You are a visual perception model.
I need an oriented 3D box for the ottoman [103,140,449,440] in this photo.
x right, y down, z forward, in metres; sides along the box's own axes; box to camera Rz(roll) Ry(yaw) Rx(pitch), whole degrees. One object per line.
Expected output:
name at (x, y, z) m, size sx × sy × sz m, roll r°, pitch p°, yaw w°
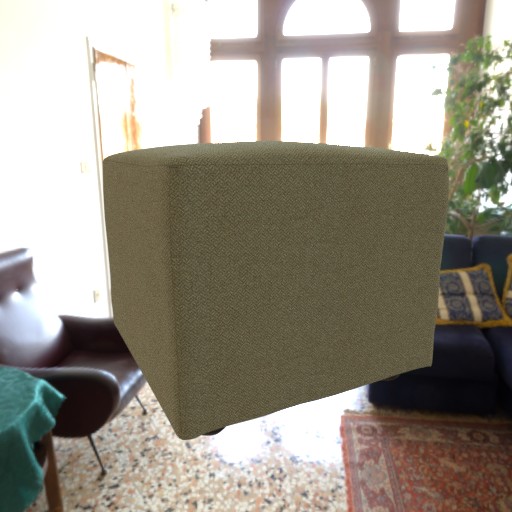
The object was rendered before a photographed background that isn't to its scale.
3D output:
ottoman at (0.000, 0.000, 0.909) m, size 0.512 × 0.453 × 0.521 m, roll -7°, pitch 15°, yaw -27°
